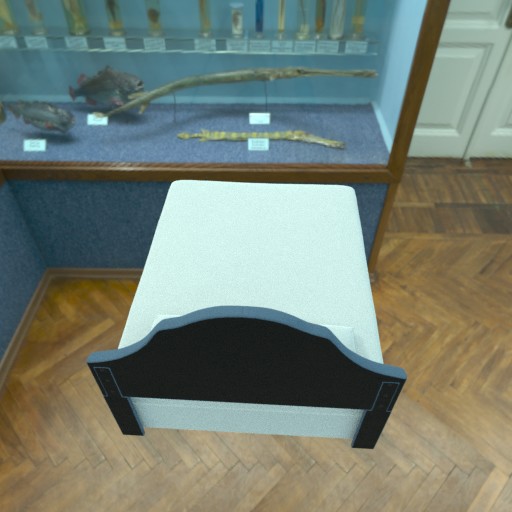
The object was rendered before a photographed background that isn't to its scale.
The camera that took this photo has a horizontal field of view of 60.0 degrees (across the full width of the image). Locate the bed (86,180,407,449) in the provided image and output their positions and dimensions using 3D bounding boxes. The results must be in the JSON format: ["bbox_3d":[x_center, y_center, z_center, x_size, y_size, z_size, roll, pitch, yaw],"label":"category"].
[{"bbox_3d":[0.000,0.000,3.735,2.039,1.617,2.477,2,45,2],"label":"bed"}]
